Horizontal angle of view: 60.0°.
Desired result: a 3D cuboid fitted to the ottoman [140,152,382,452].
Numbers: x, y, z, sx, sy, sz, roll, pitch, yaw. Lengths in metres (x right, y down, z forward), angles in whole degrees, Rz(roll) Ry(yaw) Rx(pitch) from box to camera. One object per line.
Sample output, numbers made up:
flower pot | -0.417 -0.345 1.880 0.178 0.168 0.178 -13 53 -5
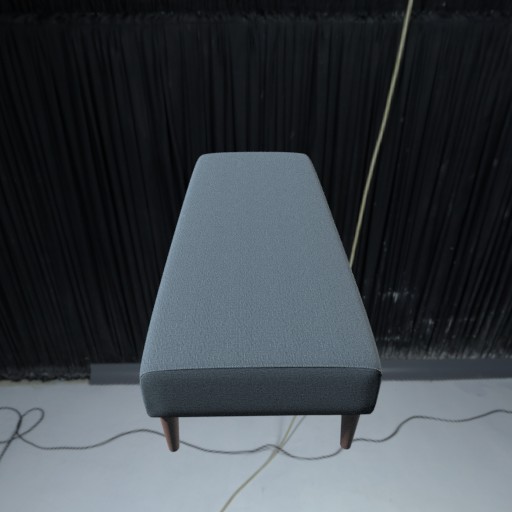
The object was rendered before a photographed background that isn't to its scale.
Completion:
ottoman | 0.000 0.000 1.855 0.646 0.393 1.609 0 32 -1
